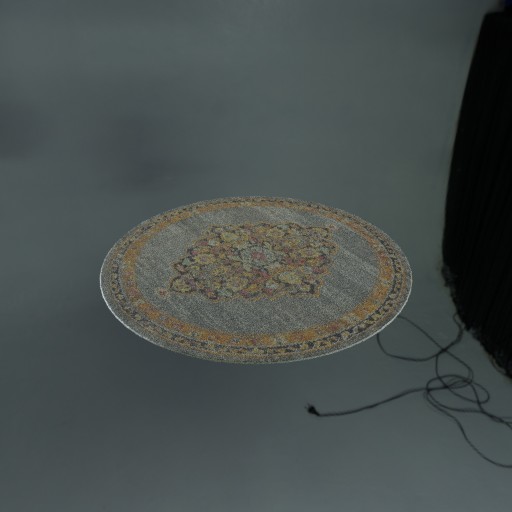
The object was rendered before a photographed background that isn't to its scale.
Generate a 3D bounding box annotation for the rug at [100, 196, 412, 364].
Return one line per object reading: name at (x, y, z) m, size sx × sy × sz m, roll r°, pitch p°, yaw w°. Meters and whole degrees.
rug at (0.000, 0.000, 2.371) m, size 1.598 × 0.010 × 1.598 m, roll 0°, pitch 31°, yaw 0°
